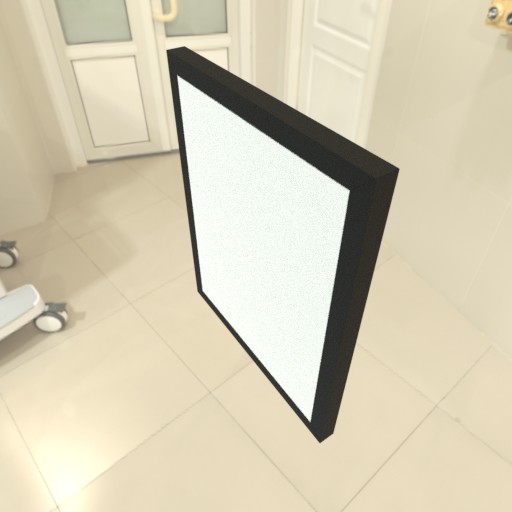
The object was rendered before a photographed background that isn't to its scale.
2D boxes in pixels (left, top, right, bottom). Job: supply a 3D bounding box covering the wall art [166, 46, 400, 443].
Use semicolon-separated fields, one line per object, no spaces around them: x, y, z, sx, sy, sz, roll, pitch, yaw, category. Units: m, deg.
0.000;0.000;0.548;0.024;0.404;0.329;-25;48;-25;wall art
